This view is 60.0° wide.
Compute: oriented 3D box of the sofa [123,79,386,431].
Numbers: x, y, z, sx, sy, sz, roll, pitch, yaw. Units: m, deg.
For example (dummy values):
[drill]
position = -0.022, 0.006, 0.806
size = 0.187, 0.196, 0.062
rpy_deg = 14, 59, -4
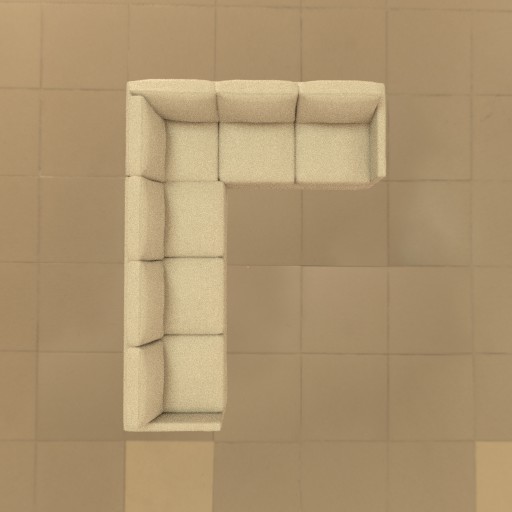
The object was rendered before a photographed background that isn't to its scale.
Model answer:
[sofa]
position = 0.000, 0.000, 4.423
size = 2.522, 0.934, 3.333
rpy_deg = 0, 89, -1
